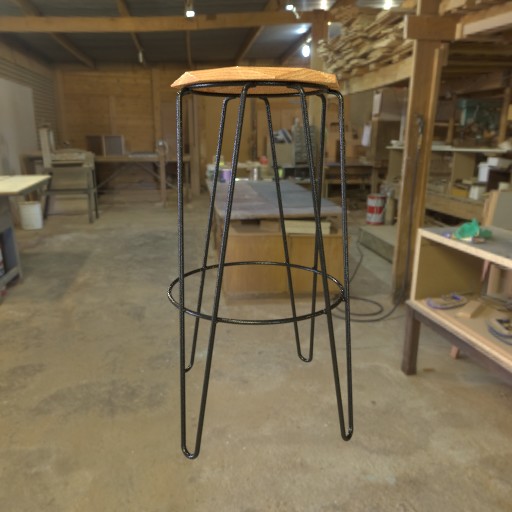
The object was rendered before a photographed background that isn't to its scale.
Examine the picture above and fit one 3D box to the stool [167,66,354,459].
[{"bbox_3d":[0.000,0.000,0.810,0.326,0.610,0.326,-2,16,-9],"label":"stool"}]
